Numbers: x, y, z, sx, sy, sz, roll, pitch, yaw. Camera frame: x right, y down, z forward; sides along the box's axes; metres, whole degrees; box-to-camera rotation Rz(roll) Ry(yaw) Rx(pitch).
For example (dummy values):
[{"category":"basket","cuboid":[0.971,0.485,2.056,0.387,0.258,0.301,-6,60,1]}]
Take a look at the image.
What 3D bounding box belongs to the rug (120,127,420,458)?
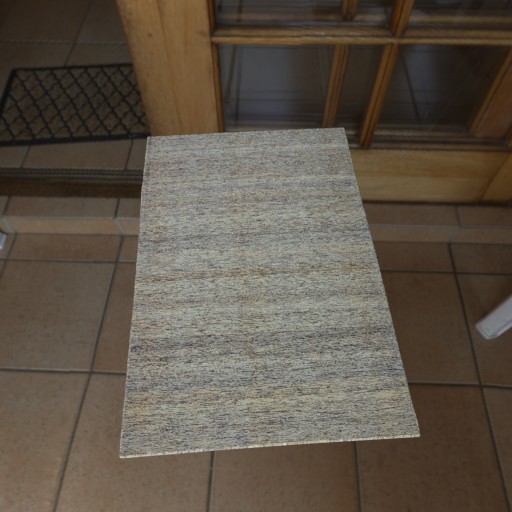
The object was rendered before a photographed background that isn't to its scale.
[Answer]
[{"category":"rug","cuboid":[0.000,0.000,2.297,1.243,0.014,1.846,-3,58,-2]}]
